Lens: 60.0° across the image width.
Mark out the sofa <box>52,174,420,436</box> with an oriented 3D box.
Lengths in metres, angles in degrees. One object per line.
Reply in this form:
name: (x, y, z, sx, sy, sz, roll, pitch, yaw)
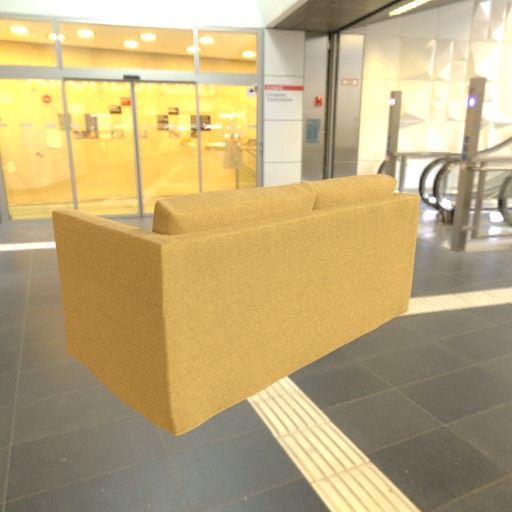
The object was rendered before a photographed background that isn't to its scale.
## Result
sofa: (0.000, 0.000, 2.353, 1.766, 0.828, 0.956, -14, 21, -42)
